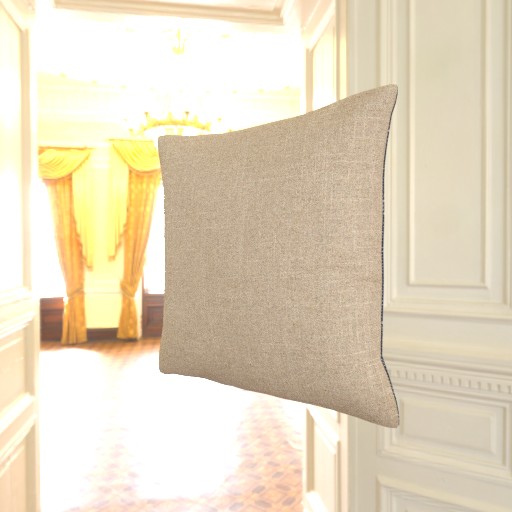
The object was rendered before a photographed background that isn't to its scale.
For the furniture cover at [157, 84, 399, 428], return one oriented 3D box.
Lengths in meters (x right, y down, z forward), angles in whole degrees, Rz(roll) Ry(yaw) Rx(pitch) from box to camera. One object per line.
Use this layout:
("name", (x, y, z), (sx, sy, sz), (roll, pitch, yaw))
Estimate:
("furniture cover", (0.000, 0.000, 0.792), (0.511, 0.503, 0.162), (1, 1, 36))
